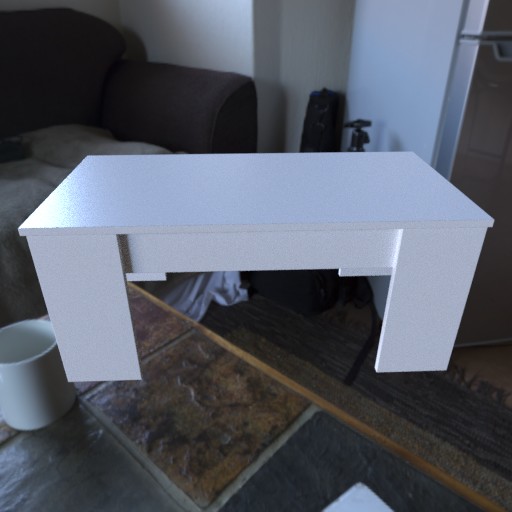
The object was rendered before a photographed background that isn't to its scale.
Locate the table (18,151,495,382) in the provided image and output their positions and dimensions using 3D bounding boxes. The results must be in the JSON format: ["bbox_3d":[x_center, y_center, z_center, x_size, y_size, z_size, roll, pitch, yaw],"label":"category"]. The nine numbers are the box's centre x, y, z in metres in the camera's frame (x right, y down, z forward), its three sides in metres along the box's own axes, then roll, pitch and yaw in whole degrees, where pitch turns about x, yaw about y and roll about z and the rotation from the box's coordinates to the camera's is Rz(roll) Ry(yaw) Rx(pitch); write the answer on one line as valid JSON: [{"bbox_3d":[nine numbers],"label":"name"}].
[{"bbox_3d":[0.000,0.000,1.253,1.000,0.440,0.500,-1,30,-2],"label":"table"}]
